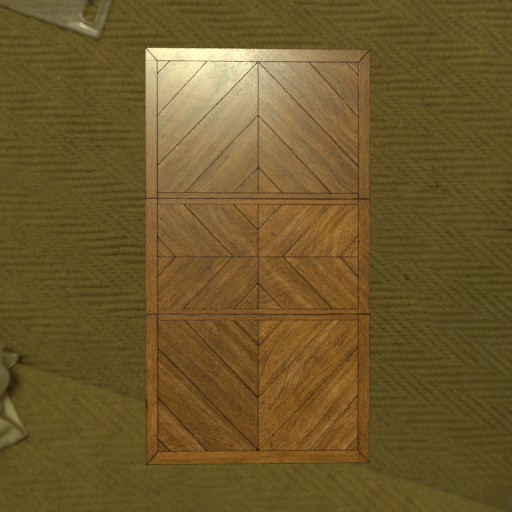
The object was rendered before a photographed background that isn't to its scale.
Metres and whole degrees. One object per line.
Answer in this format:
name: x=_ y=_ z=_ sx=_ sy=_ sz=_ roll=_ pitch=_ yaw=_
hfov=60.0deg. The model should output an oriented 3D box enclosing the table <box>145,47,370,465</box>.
table: x=0.000 y=0.000 z=1.871 sx=0.757 sy=0.760 sz=1.400 roll=0 pitch=90 yaw=-1
